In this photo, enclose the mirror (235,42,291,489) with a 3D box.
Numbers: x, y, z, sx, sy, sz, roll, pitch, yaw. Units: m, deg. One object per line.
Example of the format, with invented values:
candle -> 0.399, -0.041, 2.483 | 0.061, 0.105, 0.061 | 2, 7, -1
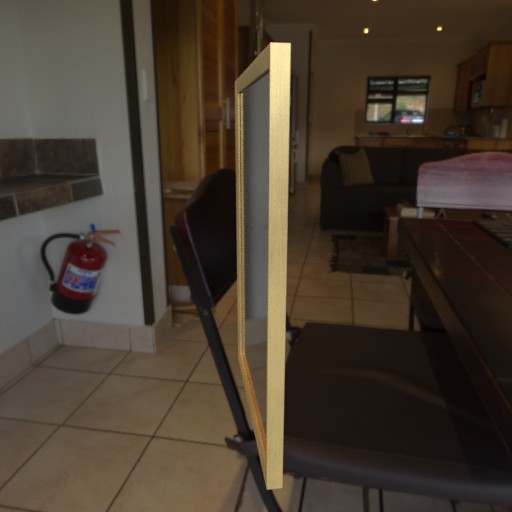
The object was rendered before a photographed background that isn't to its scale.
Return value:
mirror -> 0.000, 0.000, 1.160 | 0.040, 0.915, 0.609 | -2, 16, -8
